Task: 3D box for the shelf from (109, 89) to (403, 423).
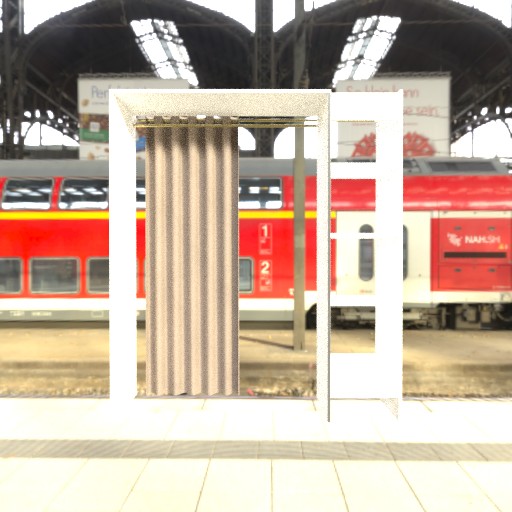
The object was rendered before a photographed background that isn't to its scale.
[{"bbox_3d":[0.000,0.000,2.670,1.600,1.820,0.500,0,1,0],"label":"shelf"}]
